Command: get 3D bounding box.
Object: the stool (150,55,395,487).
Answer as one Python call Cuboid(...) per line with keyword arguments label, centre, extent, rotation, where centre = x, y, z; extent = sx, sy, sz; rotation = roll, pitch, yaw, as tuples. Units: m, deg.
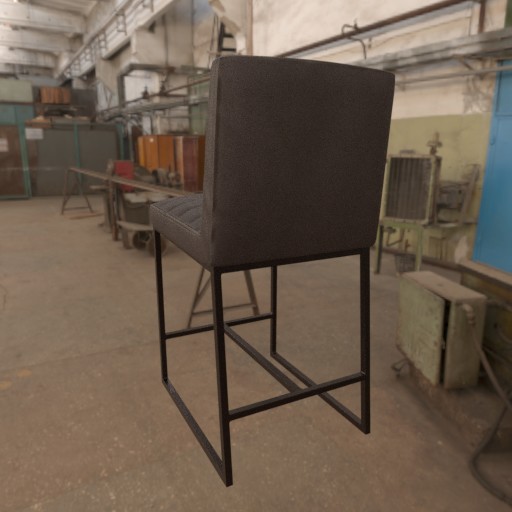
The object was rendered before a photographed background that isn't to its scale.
Cuboid(label="stool", centre=(0.000, 0.000, 1.250), extent=(0.463, 0.946, 0.562), rotation=(-7, 16, -27))
